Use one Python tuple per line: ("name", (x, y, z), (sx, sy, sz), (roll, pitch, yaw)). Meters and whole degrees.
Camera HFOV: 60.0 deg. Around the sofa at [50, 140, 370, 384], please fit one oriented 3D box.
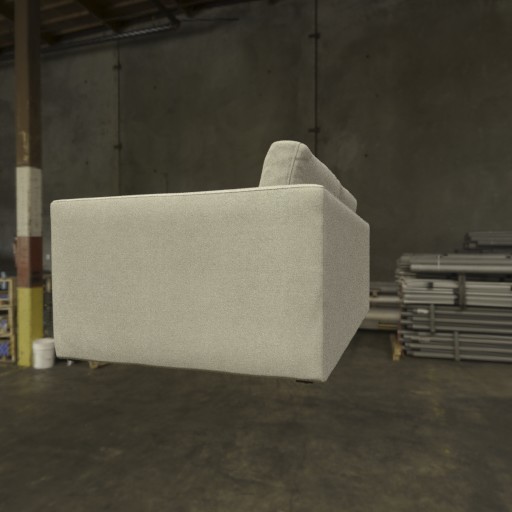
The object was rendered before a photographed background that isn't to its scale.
("sofa", (0.000, 0.000, 2.456), (1.091, 0.839, 1.905), (0, 0, 18))
